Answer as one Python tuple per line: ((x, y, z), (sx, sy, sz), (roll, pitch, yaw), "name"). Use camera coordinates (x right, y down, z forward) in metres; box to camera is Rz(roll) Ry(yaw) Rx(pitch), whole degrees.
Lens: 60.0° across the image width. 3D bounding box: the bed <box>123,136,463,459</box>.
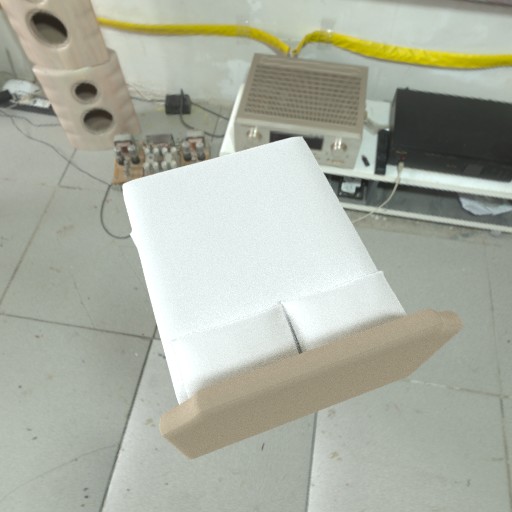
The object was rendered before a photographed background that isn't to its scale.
((0.000, 0.000, 3.316), (1.828, 1.301, 2.204), (-17, 62, -10), "bed")
